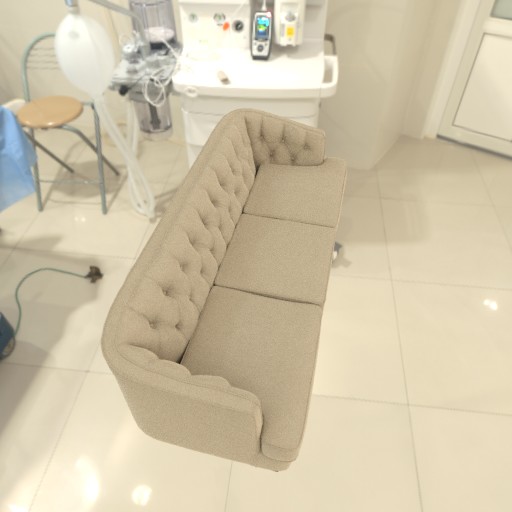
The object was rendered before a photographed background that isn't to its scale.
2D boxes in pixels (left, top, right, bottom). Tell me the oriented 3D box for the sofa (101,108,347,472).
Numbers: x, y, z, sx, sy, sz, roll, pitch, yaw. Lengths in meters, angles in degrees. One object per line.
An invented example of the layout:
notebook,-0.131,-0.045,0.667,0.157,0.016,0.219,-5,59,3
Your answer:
sofa,0.000,0.000,2.745,0.941,0.855,2.278,10,47,9
